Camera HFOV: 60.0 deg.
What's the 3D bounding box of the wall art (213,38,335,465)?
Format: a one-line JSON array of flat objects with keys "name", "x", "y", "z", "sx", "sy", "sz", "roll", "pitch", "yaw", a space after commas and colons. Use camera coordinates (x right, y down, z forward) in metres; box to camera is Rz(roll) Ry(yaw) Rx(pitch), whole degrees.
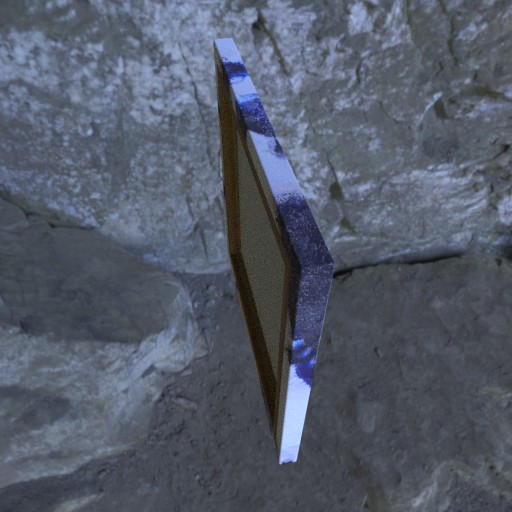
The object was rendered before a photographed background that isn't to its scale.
[{"name": "wall art", "x": 0.000, "y": 0.000, "z": 0.885, "sx": 0.039, "sy": 0.609, "sz": 0.609, "roll": -9, "pitch": 48, "yaw": -8}]
